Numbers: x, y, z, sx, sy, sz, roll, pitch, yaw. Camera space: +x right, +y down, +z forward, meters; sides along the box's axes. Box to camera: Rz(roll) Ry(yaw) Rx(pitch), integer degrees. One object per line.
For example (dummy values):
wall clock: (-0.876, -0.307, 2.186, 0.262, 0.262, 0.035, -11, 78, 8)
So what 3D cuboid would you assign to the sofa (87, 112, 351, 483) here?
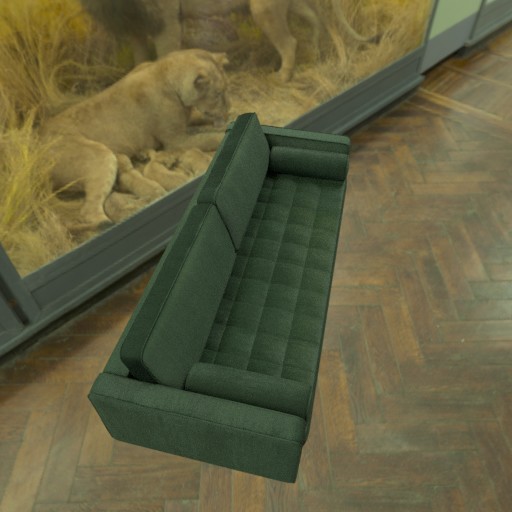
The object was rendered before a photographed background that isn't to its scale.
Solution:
sofa: (0.000, 0.000, 2.593, 0.918, 0.769, 2.199, 10, 48, 9)
